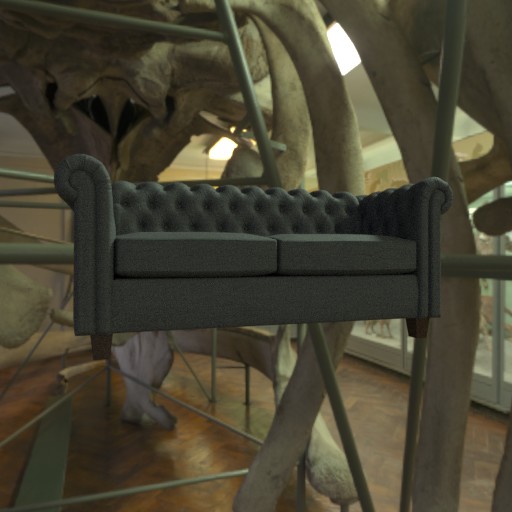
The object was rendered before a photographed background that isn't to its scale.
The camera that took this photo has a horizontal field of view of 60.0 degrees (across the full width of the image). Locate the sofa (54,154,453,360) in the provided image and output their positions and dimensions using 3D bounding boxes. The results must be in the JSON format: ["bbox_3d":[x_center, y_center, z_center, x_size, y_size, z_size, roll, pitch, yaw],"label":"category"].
[{"bbox_3d":[0.000,0.000,2.248,1.798,0.797,0.783,0,0,-18],"label":"sofa"}]
